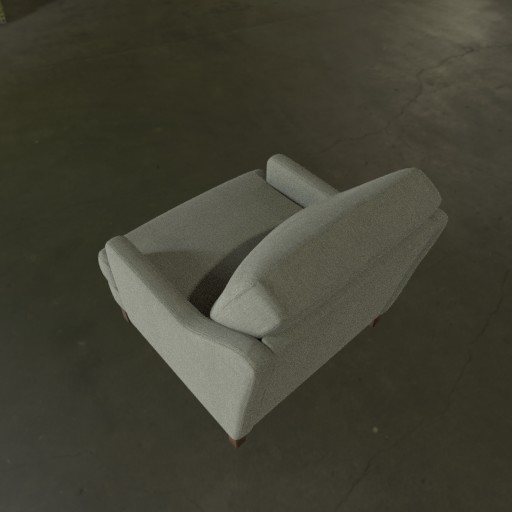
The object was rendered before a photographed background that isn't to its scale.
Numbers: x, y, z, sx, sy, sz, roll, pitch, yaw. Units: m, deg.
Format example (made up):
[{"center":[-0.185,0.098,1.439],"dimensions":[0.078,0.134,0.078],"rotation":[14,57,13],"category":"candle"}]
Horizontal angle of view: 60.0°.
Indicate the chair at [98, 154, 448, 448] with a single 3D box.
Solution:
[{"center":[0.000,0.000,1.556],"dimensions":[0.826,0.821,0.892],"rotation":[-33,54,-28],"category":"chair"}]
